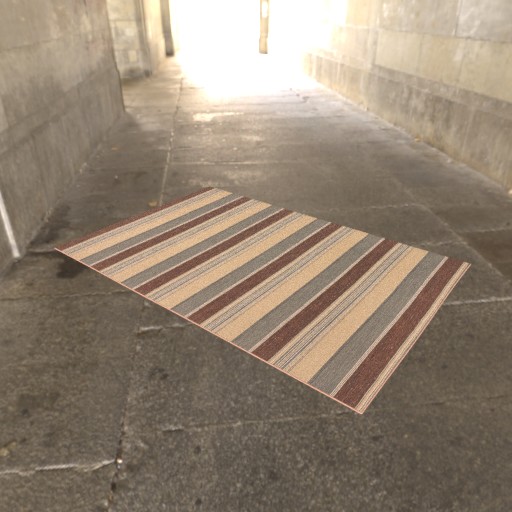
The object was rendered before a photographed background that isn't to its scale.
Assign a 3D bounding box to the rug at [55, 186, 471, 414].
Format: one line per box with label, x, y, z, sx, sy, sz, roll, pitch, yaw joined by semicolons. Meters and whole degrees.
rug;0.000;0.000;2.332;1.829;0.008;1.219;21;35;33
